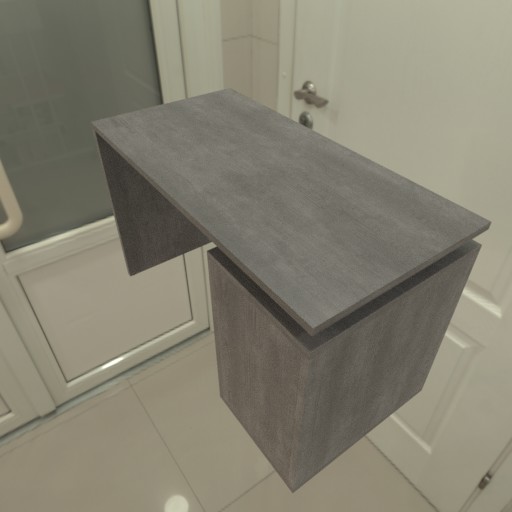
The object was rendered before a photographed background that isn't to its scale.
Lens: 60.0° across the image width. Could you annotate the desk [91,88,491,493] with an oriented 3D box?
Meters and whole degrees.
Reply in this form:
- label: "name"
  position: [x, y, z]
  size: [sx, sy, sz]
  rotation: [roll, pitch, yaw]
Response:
- label: "desk"
  position: [0.000, 0.000, 1.593]
  size: [0.600, 0.740, 1.200]
  rotation: [-25, 46, -27]
